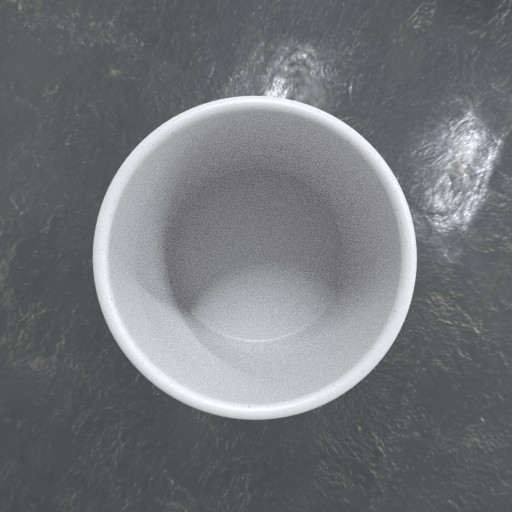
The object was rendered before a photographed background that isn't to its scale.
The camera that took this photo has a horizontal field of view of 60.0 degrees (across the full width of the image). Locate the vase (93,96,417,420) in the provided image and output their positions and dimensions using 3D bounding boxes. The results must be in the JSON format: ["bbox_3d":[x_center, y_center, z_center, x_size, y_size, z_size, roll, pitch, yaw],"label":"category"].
[{"bbox_3d":[0.000,0.000,0.248,0.137,0.127,0.137,0,91,1],"label":"vase"}]
